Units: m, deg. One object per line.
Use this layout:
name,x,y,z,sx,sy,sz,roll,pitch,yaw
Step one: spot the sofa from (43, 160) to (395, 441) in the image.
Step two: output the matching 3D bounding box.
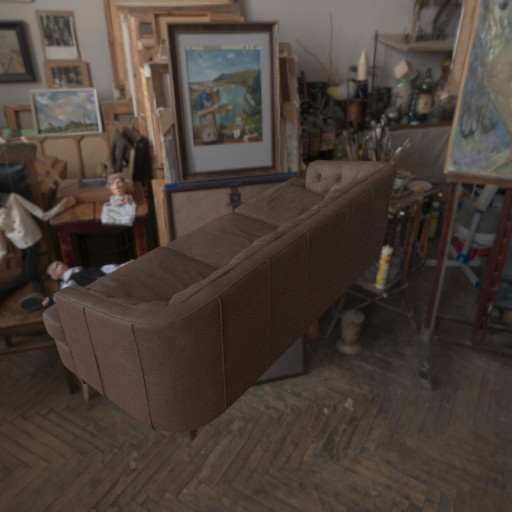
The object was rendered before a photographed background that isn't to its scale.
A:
sofa,0.000,0.000,2.639,0.927,0.787,2.227,21,36,31
